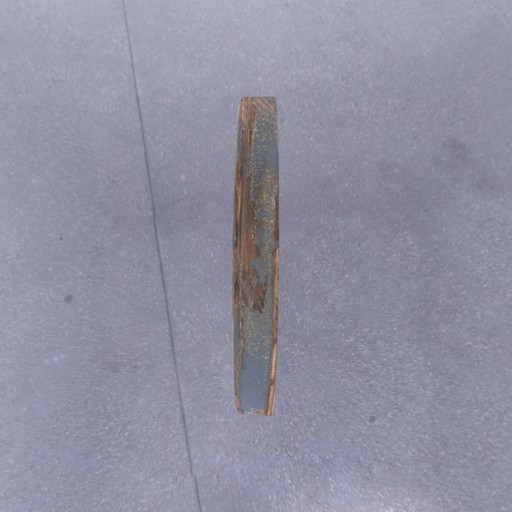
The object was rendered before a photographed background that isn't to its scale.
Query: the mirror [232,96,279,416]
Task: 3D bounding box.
[{"bbox_3d":[0.000,0.000,0.864,0.061,0.585,0.585,1,75,0],"label":"mirror"}]
